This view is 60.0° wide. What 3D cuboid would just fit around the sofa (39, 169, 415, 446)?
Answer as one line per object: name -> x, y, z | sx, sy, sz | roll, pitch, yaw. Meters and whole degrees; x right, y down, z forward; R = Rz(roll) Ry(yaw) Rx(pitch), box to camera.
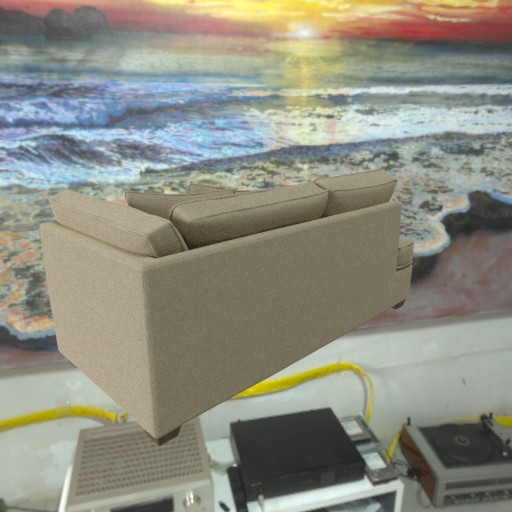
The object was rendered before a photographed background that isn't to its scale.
sofa -> 0.000, 0.000, 2.830 | 2.237, 1.033, 1.110 | -16, 23, -42
